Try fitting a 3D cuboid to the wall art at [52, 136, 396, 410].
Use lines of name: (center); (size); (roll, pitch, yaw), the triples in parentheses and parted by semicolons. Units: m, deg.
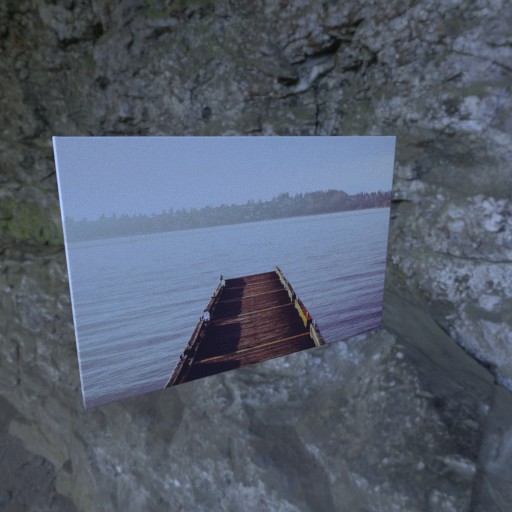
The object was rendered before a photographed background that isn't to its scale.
wall art: (0.000, 0.000, 1.466); (1.149, 0.765, 0.040); (-8, 17, -28)
